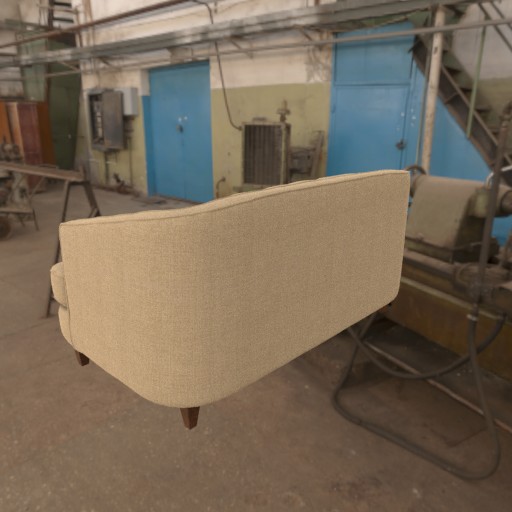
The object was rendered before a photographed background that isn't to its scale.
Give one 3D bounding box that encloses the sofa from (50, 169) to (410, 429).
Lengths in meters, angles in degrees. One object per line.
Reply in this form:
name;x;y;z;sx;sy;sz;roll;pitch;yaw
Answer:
sofa;0.000;0.000;2.246;0.941;0.855;1.733;17;24;42
